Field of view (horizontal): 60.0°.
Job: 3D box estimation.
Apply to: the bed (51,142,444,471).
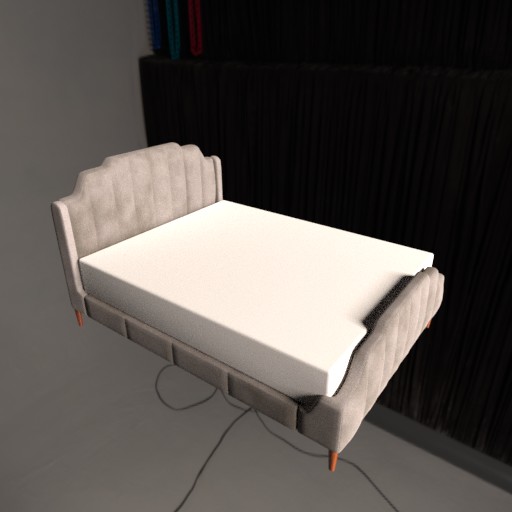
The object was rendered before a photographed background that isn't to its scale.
[{"bbox_3d":[0.000,0.000,3.229,2.340,1.245,1.676,18,31,32],"label":"bed"}]
